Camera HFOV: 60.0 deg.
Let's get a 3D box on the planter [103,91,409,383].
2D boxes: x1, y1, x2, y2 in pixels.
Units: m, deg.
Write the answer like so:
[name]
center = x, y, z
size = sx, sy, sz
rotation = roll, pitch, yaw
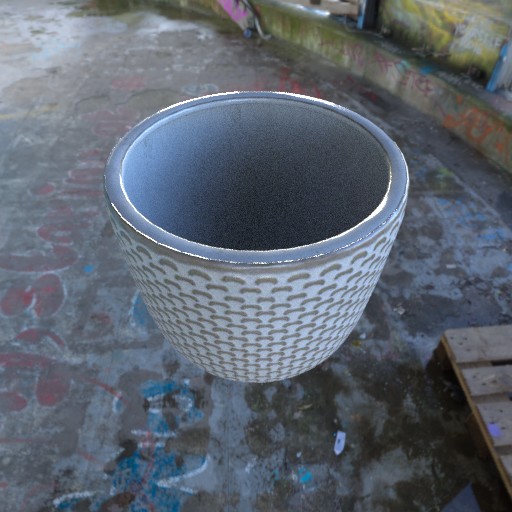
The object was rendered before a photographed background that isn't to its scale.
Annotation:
[planter]
center = 0.000, 0.000, 0.308
size = 0.173, 0.160, 0.173
rotation = 0, 45, 0
